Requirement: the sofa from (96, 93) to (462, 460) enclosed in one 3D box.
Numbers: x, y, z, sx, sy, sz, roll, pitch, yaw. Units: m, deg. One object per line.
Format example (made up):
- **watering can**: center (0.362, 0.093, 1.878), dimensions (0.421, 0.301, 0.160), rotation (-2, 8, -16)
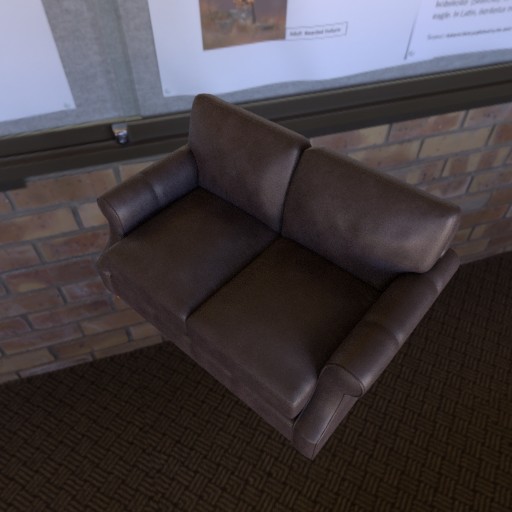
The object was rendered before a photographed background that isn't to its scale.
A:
- **sofa**: center (0.000, 0.000, 2.270), dimensions (1.663, 0.979, 1.030), rotation (32, 55, 26)
